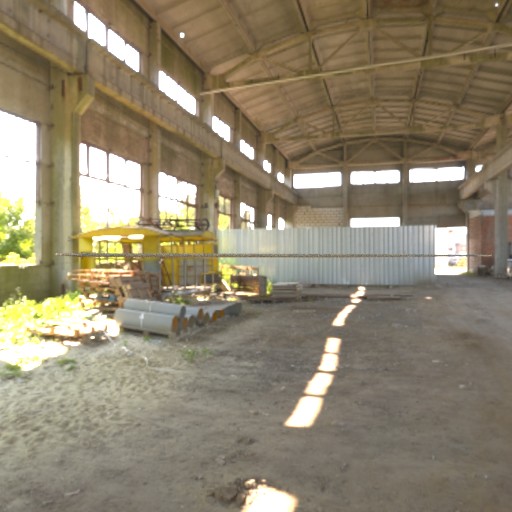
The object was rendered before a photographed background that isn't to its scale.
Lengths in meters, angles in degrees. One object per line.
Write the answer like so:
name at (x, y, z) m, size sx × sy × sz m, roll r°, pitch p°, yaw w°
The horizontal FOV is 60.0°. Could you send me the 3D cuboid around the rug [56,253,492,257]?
rug at (0.000, 0.000, 2.241) m, size 1.730 × 0.009 × 1.278 m, roll 0°, pitch 0°, yaw -18°
